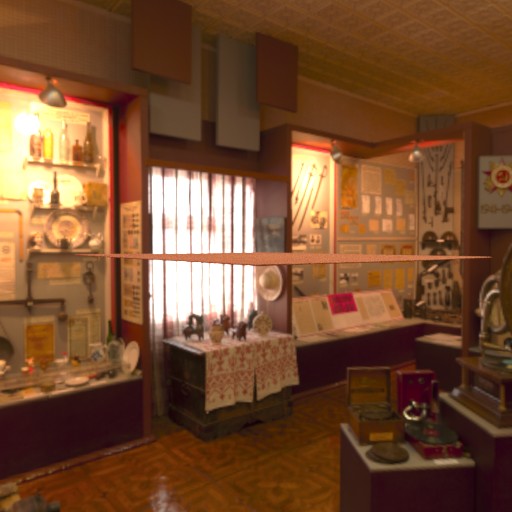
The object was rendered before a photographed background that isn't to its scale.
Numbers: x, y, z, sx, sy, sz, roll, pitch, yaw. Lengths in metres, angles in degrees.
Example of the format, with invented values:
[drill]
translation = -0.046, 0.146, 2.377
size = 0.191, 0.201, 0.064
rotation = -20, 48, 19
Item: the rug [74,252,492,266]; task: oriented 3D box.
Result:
[rug]
translation = 0.000, 0.000, 2.729
size = 1.594, 0.009, 2.112
rotation = -1, 2, -37
